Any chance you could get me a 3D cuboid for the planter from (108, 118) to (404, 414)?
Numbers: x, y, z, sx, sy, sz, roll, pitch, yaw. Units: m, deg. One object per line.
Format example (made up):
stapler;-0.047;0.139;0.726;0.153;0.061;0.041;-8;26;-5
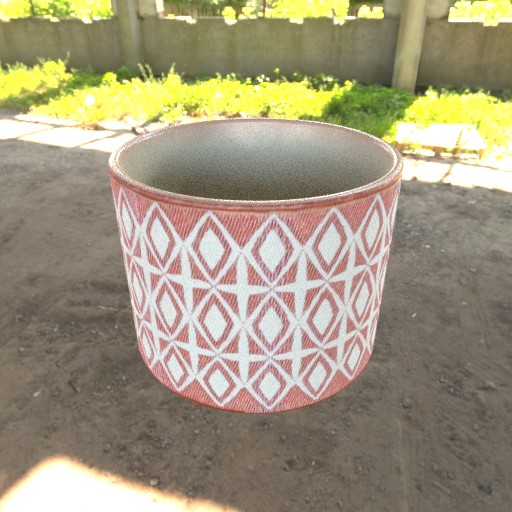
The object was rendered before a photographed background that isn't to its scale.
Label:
planter;0.000;0.000;0.483;0.273;0.237;0.273;0;30;0
